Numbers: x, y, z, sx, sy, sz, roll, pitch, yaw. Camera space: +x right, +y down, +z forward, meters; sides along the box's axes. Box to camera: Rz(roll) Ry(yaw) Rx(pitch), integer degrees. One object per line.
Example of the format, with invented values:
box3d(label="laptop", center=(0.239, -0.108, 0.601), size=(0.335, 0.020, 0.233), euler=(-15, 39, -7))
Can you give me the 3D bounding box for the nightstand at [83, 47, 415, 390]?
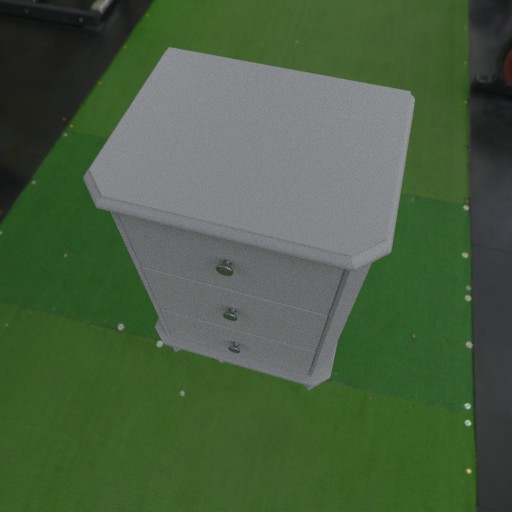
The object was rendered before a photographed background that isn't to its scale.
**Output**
box3d(label="nightstand", center=(0.000, 0.000, 0.960), size=(0.450, 0.680, 0.350), euler=(14, 60, 8))
